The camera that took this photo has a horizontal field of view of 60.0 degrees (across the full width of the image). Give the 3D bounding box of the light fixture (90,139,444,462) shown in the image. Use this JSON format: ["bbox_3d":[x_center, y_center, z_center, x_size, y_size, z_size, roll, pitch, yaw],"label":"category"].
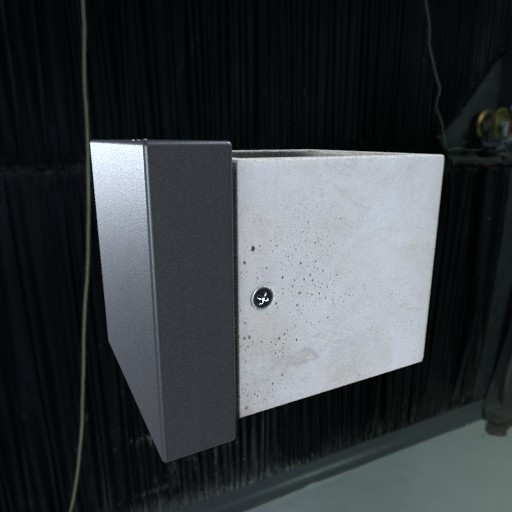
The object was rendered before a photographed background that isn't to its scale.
[{"bbox_3d":[0.000,0.000,0.238,0.143,0.121,0.121,-8,17,-26],"label":"light fixture"}]
